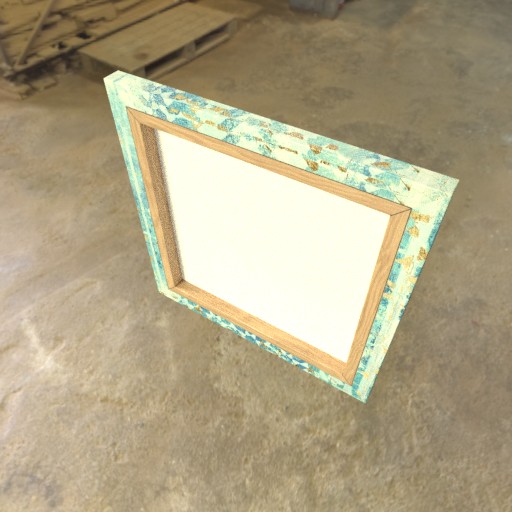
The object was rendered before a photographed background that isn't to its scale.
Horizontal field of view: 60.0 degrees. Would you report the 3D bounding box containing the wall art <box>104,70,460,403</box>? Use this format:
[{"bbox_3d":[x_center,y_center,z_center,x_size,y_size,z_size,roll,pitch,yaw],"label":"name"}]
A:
[{"bbox_3d":[0.000,0.000,0.905,0.609,0.609,0.040,25,52,21],"label":"wall art"}]
